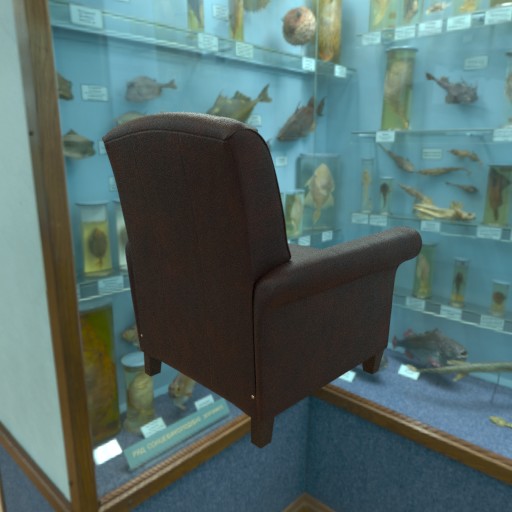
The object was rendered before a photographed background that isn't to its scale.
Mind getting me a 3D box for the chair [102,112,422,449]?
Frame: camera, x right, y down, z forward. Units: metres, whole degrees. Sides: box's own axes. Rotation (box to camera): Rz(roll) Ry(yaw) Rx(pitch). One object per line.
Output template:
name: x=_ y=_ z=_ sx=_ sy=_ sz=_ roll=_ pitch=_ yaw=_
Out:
chair: x=0.000 y=0.000 z=1.791 sx=0.902 sy=1.061 sz=0.978 roll=-13 pitch=19 yaw=-43
